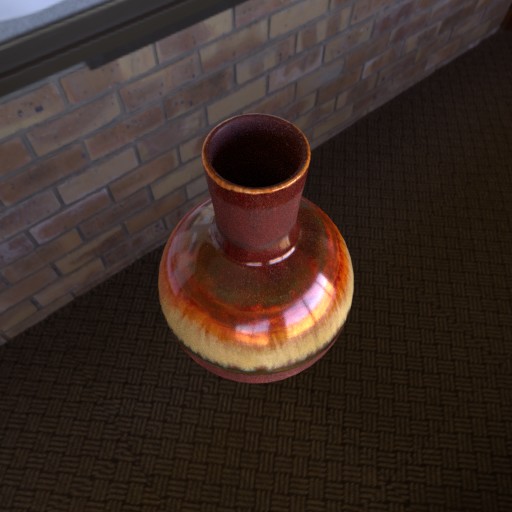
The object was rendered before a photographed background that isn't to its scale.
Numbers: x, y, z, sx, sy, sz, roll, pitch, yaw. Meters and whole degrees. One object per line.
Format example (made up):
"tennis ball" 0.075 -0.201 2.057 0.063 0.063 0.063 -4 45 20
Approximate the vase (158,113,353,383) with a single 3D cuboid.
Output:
"vase" 0.000 0.000 0.232 0.111 0.154 0.111 0 59 0
